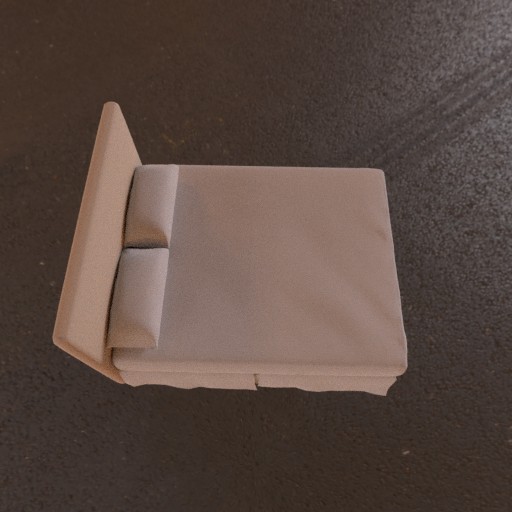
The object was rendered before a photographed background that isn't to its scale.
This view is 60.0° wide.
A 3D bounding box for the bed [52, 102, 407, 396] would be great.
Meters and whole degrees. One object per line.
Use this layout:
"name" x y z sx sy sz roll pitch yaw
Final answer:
"bed" 0.000 0.000 3.238 2.142 1.330 1.748 1 65 1
